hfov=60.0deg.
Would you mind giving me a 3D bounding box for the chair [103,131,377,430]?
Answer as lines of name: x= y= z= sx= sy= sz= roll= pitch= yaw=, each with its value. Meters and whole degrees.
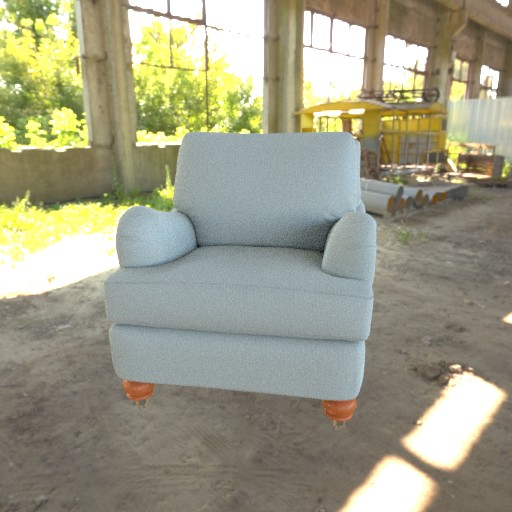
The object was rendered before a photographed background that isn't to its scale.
chair: x=0.000 y=0.000 z=1.914 sx=0.955 sy=1.038 sz=1.070 roll=3 pitch=15 yaw=9
